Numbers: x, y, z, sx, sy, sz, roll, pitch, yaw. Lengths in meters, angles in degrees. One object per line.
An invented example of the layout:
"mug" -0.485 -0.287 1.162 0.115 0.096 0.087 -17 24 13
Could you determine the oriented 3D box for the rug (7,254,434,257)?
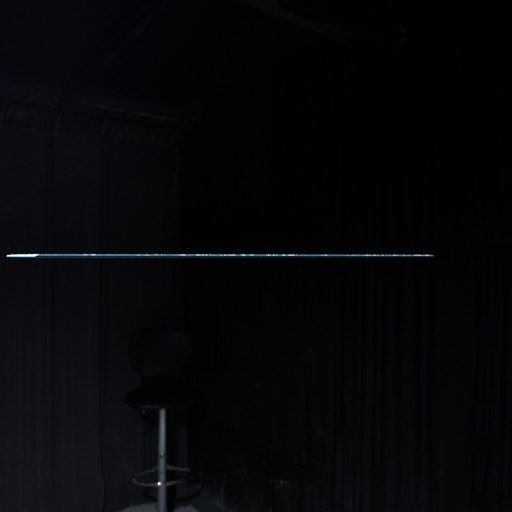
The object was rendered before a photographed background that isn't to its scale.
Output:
"rug" 0.000 0.000 2.303 2.196 0.011 0.662 0 0 -36
